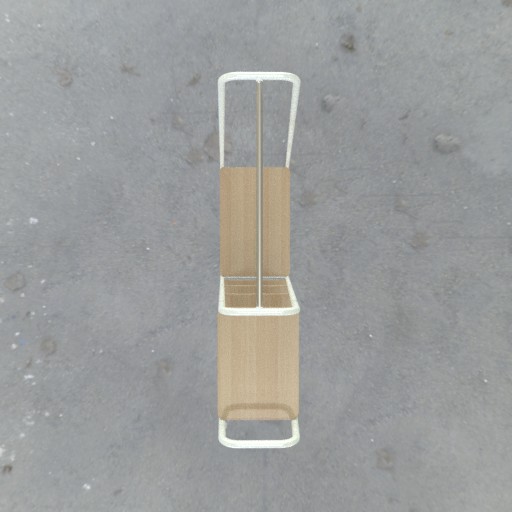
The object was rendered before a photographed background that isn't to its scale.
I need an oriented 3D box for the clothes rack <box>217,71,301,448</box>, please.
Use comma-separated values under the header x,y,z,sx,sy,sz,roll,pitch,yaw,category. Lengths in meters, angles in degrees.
x,y,z,sx,sy,sz,roll,pitch,yaw,category
0.000,0.000,1.929,0.400,1.500,1.011,0,91,-1,clothes rack
